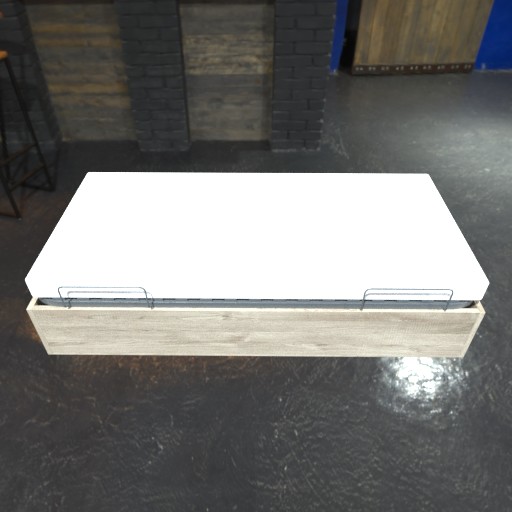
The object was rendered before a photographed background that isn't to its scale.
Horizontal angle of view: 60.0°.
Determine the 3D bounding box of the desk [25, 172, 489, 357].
[{"bbox_3d":[0.000,0.000,2.215,1.900,0.455,0.900,0,40,0],"label":"desk"}]
